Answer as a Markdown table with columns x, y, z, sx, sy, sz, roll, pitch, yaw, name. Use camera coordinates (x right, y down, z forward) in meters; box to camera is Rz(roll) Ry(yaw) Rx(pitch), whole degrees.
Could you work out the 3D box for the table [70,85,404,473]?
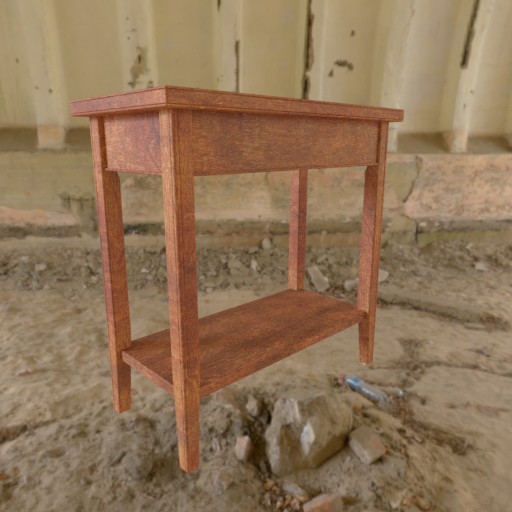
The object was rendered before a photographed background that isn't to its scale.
| x | y | z | sx | sy | sz | roll | pitch | yaw | name |
| --- | --- | --- | --- | --- | --- | --- | --- | --- | --- |
| 0.000 | 0.000 | 0.946 | 0.610 | 0.610 | 0.305 | -13 | 19 | -42 | table |
